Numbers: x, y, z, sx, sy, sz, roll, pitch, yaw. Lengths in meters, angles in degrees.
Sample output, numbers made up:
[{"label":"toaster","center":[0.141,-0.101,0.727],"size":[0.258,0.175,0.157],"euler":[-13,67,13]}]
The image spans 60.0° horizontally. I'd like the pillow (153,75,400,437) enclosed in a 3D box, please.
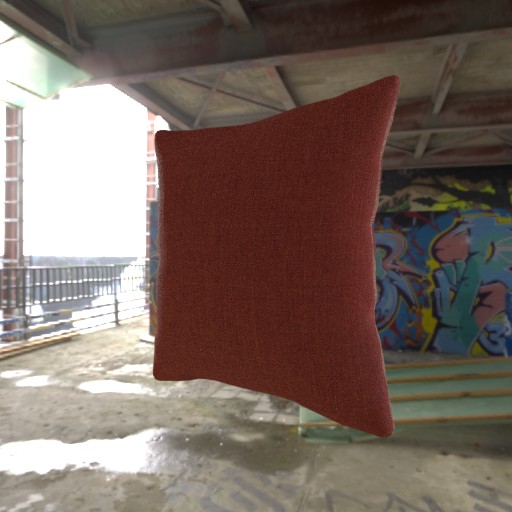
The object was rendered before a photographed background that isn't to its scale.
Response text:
[{"label":"pillow","center":[0.000,0.000,0.653],"size":[0.429,0.434,0.159],"euler":[0,0,36]}]
